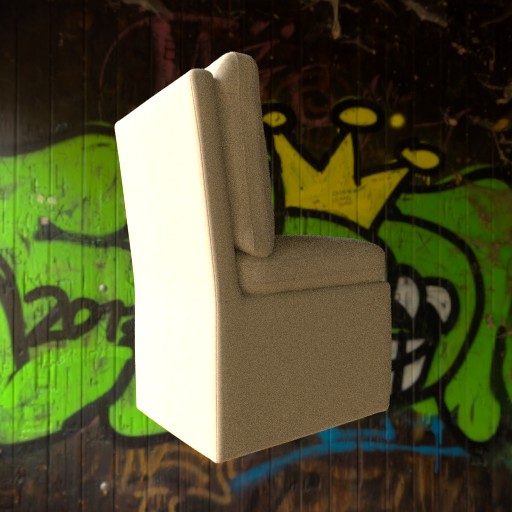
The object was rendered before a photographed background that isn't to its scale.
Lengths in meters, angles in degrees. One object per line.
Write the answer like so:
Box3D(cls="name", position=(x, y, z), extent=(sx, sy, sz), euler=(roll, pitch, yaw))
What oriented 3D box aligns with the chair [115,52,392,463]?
Box3D(cls="chair", position=(0.000, 0.000, 1.321), extent=(0.698, 0.927, 0.503), euler=(0, -1, -37))
